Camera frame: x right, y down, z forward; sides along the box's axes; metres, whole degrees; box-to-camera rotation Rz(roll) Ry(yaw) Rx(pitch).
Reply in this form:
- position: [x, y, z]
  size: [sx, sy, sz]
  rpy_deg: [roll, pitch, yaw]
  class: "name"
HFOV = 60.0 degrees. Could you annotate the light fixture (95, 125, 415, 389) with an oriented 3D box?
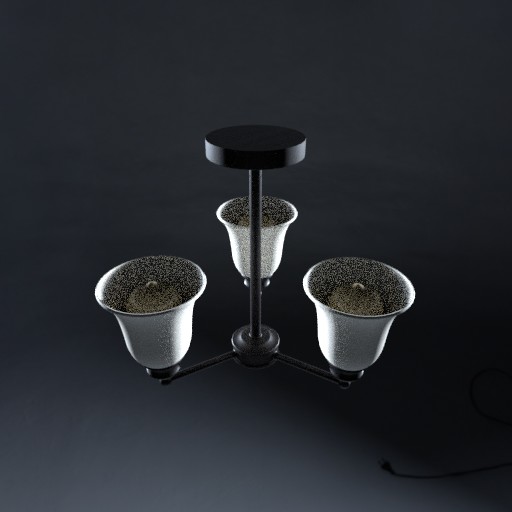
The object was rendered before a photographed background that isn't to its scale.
- position: [0.000, 0.000, 0.654]
  size: [0.388, 0.370, 0.354]
  rpy_deg: [0, 30, 1]
  class: "light fixture"
